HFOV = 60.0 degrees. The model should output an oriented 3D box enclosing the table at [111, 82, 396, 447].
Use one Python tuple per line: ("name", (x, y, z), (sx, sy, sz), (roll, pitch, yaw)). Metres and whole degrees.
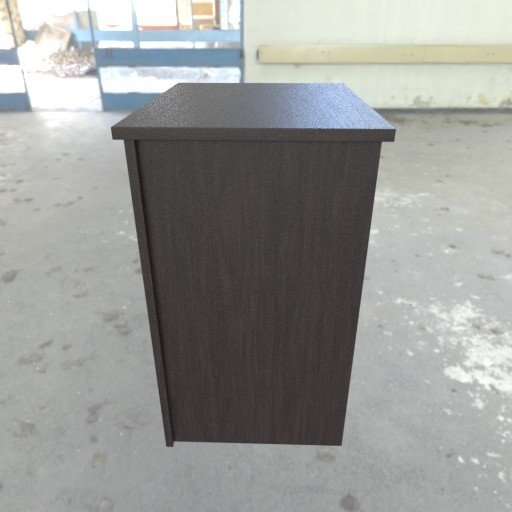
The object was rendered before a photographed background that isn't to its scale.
("table", (0.000, 0.000, 0.943), (0.381, 0.635, 0.480), (1, 28, 2))
